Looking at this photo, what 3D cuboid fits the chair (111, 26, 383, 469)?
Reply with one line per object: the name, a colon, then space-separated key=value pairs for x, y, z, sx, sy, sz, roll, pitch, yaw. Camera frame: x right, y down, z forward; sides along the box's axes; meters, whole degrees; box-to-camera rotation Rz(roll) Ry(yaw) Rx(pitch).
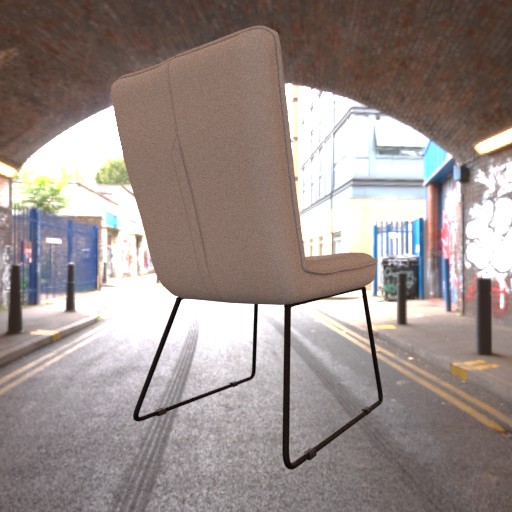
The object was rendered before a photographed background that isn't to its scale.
chair: x=0.000 y=0.000 z=1.276 sx=0.515 sy=0.930 sz=0.688 roll=0 pitch=-1 yaw=35
